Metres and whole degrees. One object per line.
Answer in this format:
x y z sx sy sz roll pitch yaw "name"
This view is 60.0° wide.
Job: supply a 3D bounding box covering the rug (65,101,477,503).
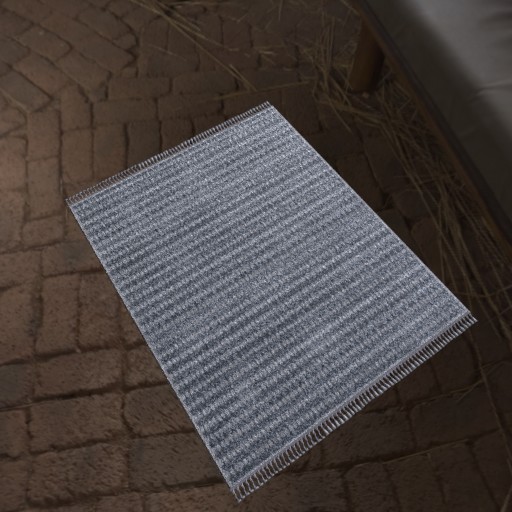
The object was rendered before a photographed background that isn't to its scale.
0.000 0.000 3.758 2.256 0.013 2.910 -31 66 -15 "rug"
